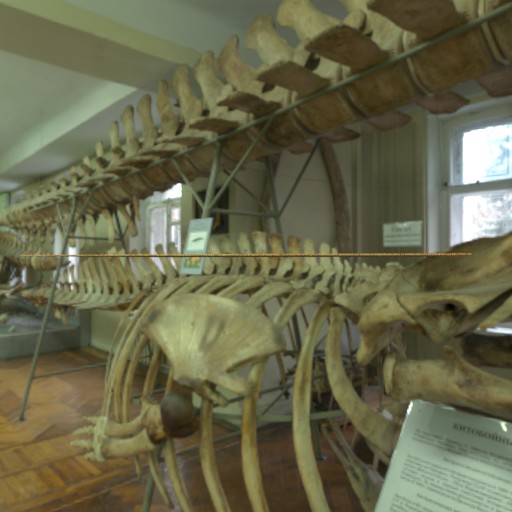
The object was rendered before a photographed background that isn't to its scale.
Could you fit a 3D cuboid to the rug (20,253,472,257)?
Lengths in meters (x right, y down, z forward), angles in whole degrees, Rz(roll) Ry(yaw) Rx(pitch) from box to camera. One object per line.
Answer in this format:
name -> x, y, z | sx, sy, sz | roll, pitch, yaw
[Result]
rug -> 0.000, 0.000, 2.162 | 1.747, 0.006, 1.143 | 0, 0, 17
